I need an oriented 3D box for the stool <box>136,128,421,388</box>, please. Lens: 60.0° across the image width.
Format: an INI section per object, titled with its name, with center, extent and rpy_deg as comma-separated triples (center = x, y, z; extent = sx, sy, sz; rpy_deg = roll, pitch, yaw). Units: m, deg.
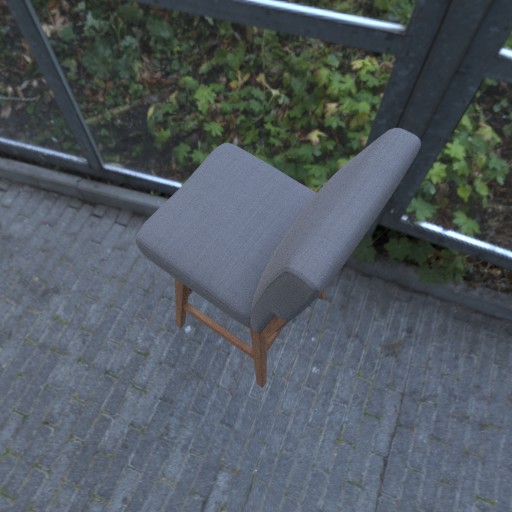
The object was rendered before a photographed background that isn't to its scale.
[stool]
center = 0.000, 0.000, 1.396
extent = 0.570, 1.112, 0.483
rpy_deg = 33, 68, 15
